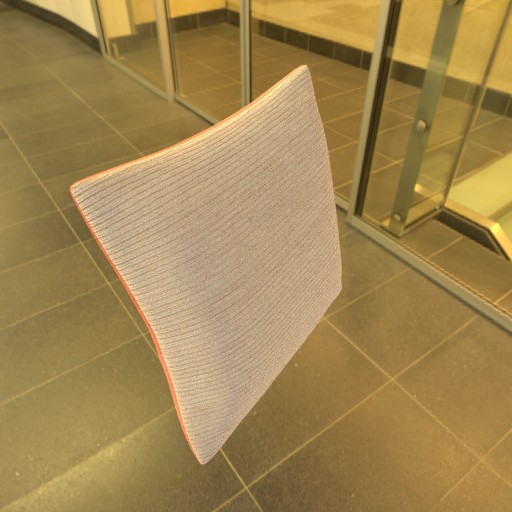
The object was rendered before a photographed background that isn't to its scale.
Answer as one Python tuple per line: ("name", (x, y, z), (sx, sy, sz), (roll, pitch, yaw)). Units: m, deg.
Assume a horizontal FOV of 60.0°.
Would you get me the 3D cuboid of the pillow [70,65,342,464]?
("pillow", (0.000, 0.000, 0.631), (0.177, 0.401, 0.424), (24, 46, 26))
